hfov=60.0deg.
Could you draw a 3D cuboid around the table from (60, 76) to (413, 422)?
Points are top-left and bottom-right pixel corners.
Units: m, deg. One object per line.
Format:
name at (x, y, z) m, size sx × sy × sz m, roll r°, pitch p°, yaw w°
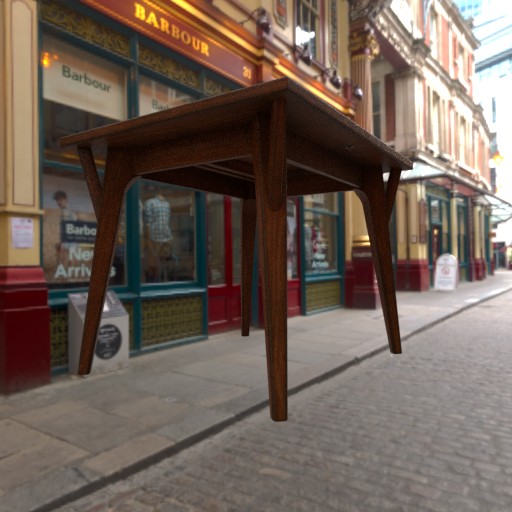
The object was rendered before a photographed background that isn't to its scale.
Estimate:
table at (0.000, 0.000, 1.584) m, size 0.838 × 0.761 × 0.991 m, roll -1°, pitch -1°, yaw 34°
